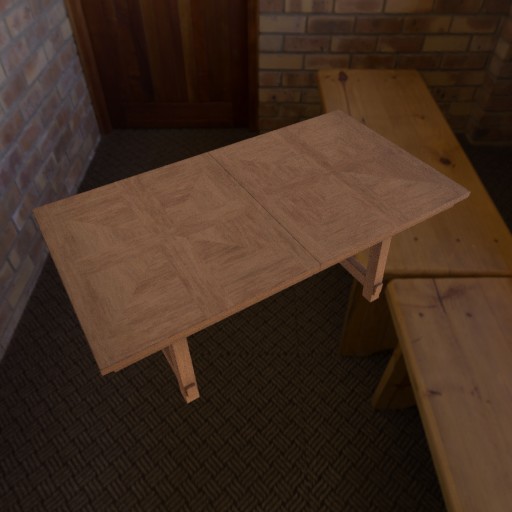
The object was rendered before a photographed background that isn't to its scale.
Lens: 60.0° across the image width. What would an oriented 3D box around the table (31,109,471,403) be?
[{"bbox_3d":[0.000,0.000,2.425,1.881,0.768,1.016,-24,50,-22],"label":"table"}]
